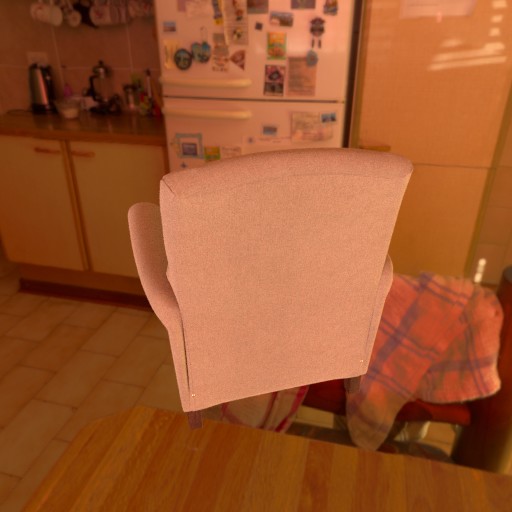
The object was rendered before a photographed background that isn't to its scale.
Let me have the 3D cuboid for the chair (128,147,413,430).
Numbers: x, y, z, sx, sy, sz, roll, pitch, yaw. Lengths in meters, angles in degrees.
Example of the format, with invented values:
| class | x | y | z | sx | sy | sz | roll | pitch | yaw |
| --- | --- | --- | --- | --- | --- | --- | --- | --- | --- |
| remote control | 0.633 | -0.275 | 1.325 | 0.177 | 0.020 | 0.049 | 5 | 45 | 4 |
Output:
| class | x | y | z | sx | sy | sz | roll | pitch | yaw |
| --- | --- | --- | --- | --- | --- | --- | --- | --- | --- |
| chair | 0.000 | 0.000 | 1.813 | 0.978 | 1.061 | 0.905 | -8 | 28 | -14 |
